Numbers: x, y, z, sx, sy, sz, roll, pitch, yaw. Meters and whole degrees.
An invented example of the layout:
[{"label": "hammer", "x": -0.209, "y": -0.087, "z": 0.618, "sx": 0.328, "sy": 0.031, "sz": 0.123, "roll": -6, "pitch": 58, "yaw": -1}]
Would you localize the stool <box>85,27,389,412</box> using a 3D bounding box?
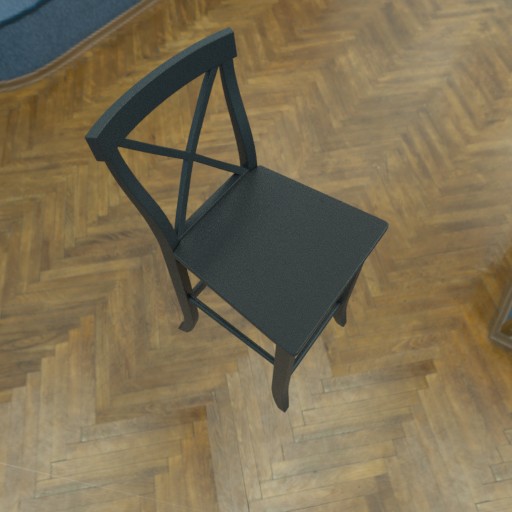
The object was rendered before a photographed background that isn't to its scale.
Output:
[{"label": "stool", "x": 0.000, "y": 0.000, "z": 1.280, "sx": 0.559, "sy": 0.989, "sz": 0.452, "roll": 32, "pitch": 64, "yaw": 18}]
